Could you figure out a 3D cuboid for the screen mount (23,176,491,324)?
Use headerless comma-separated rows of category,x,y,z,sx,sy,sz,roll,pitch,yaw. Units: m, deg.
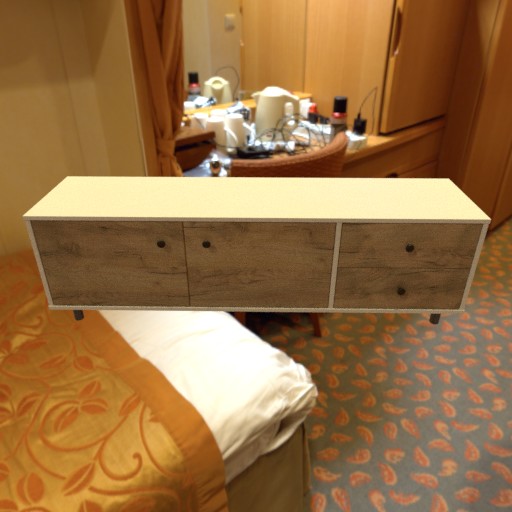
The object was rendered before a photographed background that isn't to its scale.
screen mount,0.000,0.000,1.808,1.600,0.520,0.418,0,30,1
